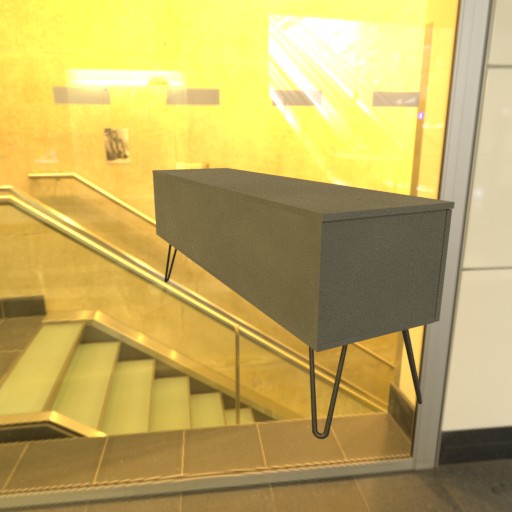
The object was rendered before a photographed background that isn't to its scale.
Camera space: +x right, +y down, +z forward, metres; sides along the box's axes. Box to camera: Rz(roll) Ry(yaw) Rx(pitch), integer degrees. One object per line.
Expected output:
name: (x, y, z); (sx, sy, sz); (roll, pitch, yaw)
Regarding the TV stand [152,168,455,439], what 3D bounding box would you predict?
TV stand: (0.000, 0.000, 1.668); (0.400, 0.560, 1.400); (-7, 17, -26)
